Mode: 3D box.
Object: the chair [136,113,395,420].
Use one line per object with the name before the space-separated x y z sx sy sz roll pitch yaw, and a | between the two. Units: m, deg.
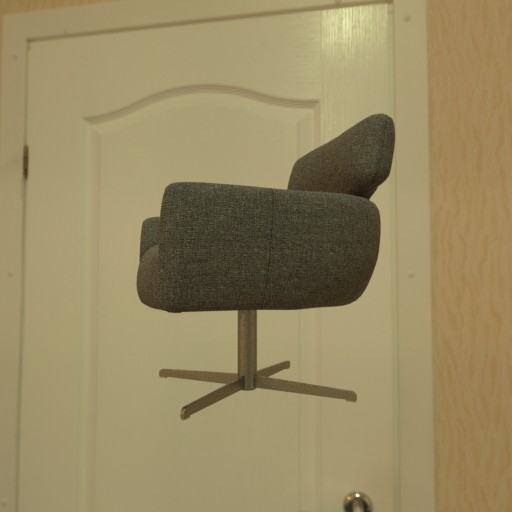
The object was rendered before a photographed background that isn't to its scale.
chair | 0.000 0.000 1.383 0.715 0.812 0.706 1 -3 -18
